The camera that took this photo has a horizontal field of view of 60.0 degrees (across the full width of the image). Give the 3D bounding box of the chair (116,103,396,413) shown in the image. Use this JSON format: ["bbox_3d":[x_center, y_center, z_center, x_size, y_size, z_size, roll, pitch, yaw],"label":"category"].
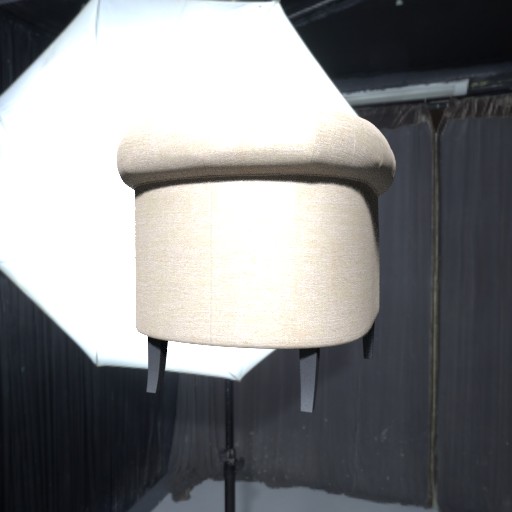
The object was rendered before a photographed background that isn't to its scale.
[{"bbox_3d":[0.000,0.000,1.528,0.905,0.827,0.852,0,1,19],"label":"chair"}]
